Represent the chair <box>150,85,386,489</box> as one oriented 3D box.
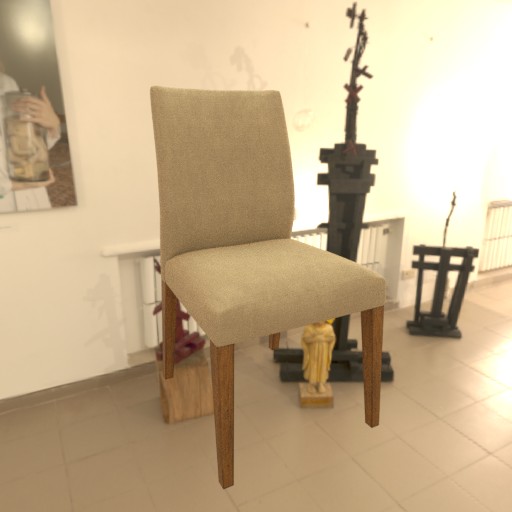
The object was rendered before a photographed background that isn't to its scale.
[{"bbox_3d":[0.000,0.000,1.283,0.496,0.940,0.585,-9,19,-27],"label":"chair"}]
